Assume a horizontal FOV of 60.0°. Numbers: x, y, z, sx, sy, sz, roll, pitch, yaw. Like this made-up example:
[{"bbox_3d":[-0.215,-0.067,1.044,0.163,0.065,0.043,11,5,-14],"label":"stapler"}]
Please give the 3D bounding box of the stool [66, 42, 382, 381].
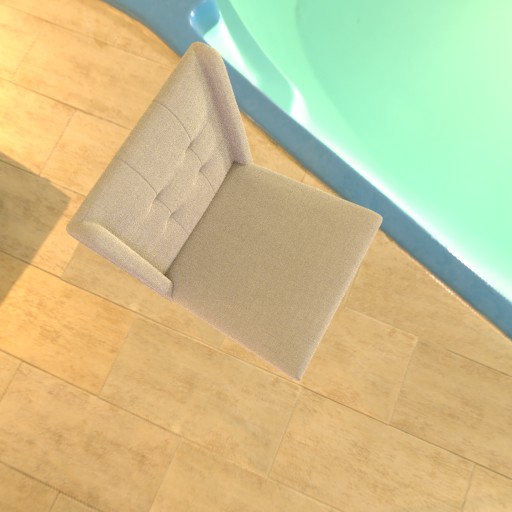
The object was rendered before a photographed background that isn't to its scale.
[{"bbox_3d":[0.000,0.000,1.207,0.509,0.939,0.474,29,78,7],"label":"stool"}]
